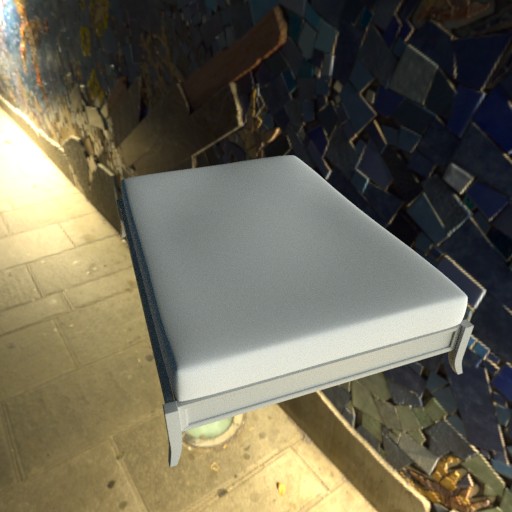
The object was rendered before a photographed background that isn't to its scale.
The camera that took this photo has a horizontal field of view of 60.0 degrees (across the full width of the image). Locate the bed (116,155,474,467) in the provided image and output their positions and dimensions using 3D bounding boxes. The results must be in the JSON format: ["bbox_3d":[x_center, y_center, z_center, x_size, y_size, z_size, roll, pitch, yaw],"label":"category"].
[{"bbox_3d":[0.000,0.000,2.638,1.460,0.510,1.985,-11,34,-17],"label":"bed"}]
